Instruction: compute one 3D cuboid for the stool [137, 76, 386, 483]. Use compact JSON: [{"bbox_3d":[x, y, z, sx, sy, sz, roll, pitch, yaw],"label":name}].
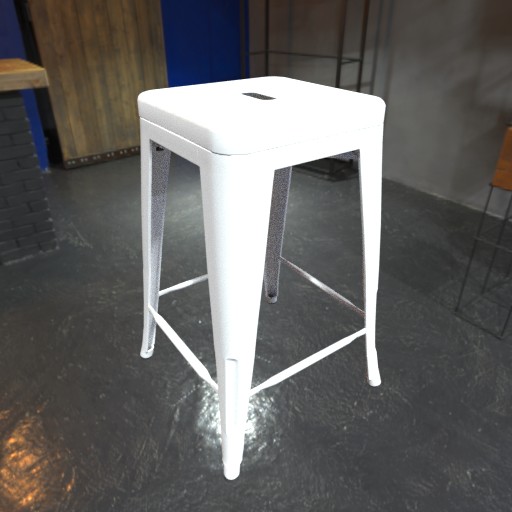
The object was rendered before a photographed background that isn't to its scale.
[{"bbox_3d":[0.000,0.000,0.874,0.406,0.610,0.406,-20,36,-30],"label":"stool"}]
